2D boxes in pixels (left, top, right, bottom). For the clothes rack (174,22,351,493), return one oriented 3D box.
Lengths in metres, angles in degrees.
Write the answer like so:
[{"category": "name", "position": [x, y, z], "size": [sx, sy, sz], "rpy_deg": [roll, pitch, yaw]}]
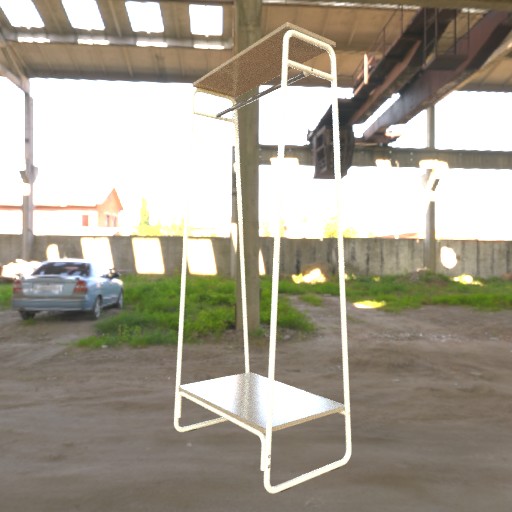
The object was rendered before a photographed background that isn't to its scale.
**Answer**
[{"category": "clothes rack", "position": [0.000, 0.000, 1.753], "size": [0.400, 1.512, 0.640], "rpy_deg": [0, 0, -37]}]
